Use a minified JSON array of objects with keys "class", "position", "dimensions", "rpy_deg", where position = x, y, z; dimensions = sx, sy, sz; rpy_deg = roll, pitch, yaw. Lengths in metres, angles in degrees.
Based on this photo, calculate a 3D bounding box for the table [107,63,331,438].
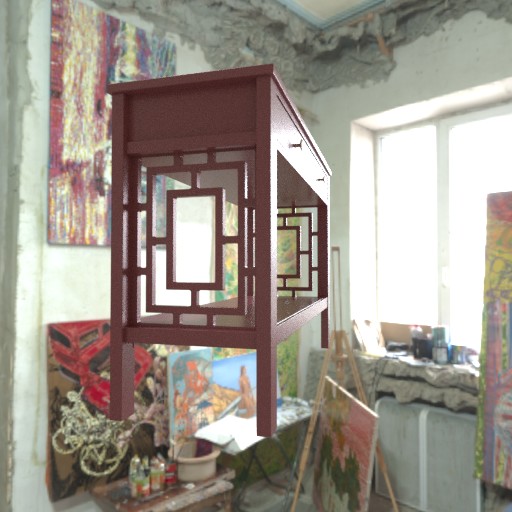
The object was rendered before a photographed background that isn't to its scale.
[{"class":"table","position":[0.000,0.000,1.449],"dimensions":[0.397,0.753,1.068],"rpy_deg":[0,-1,16]}]
